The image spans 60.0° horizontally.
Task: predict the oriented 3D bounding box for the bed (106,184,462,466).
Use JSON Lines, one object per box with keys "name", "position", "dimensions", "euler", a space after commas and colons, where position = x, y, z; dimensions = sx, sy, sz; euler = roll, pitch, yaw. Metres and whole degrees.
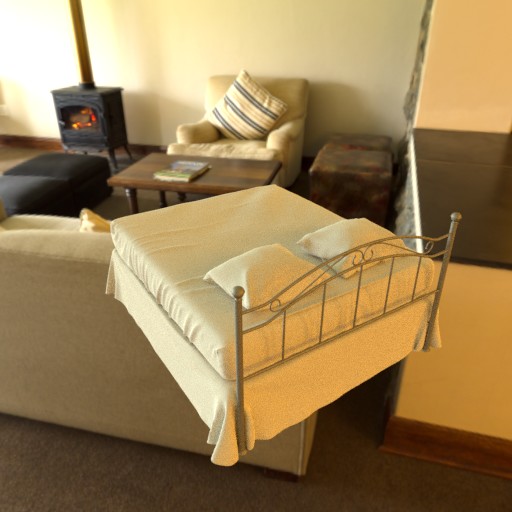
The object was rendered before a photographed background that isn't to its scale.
{"name": "bed", "position": [0.000, 0.000, 3.389], "dimensions": [1.936, 1.080, 2.215], "euler": [-17, 32, -29]}
